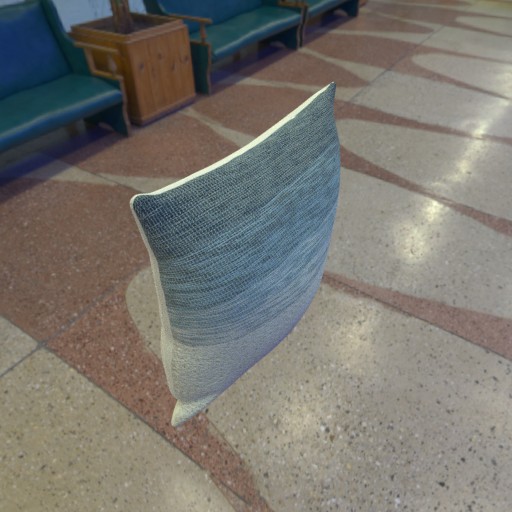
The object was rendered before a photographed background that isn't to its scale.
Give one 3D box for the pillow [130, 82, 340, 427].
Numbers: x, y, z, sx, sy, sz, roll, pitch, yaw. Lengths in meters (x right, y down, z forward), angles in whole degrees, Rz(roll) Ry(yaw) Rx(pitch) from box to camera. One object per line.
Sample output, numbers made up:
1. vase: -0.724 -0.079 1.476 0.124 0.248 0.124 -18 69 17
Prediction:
1. pillow: 0.000 0.000 0.709 0.182 0.441 0.440 25 47 26
